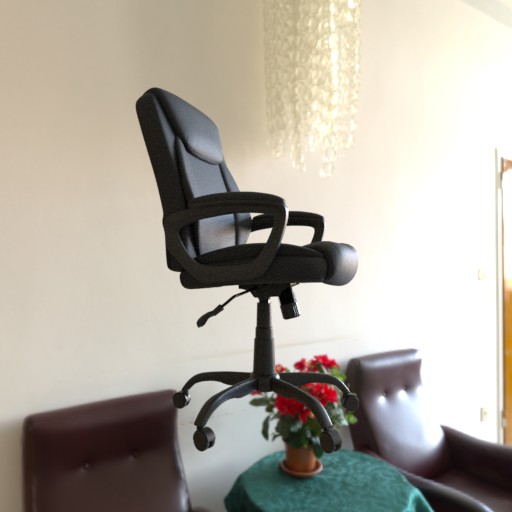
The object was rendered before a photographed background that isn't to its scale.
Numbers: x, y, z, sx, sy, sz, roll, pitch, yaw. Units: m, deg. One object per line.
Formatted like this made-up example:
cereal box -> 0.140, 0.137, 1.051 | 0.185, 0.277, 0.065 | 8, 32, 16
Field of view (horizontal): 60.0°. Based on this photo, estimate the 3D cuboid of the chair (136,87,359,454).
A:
chair -> 0.000, 0.000, 1.479 | 0.655, 1.072, 0.615 | 0, 0, 20
